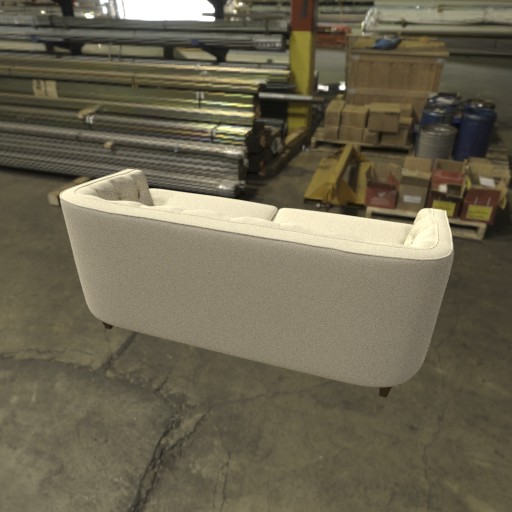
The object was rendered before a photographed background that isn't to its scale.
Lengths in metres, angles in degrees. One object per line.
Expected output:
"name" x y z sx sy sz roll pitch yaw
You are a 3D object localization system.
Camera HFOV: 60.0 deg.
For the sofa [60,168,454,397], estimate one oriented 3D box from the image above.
"sofa" 0.000 0.000 2.250 1.733 0.855 0.941 10 34 15
